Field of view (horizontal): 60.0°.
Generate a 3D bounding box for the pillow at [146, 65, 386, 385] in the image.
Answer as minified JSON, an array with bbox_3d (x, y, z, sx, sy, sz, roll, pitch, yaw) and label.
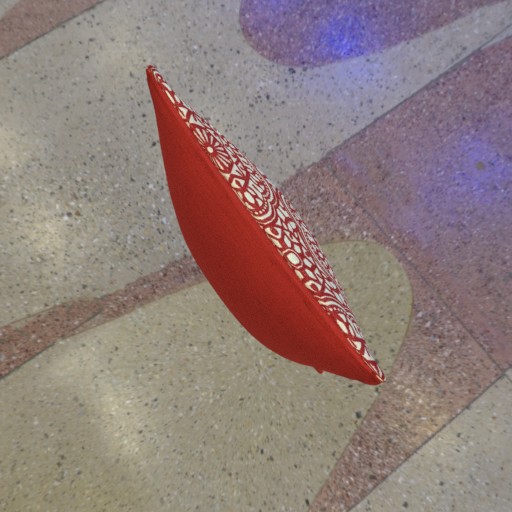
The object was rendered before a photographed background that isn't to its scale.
[{"bbox_3d":[0.000,0.000,0.676,0.162,0.419,0.438,-35,79,-7],"label":"pillow"}]
